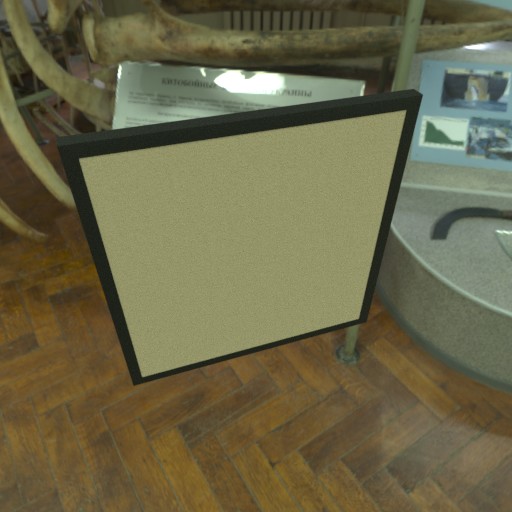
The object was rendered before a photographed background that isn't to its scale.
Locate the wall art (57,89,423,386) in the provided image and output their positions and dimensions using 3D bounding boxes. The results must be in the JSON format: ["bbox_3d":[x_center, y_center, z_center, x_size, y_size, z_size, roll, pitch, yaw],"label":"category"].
[{"bbox_3d":[0.000,0.000,0.459,0.306,0.304,0.015,-12,42,-14],"label":"wall art"}]
